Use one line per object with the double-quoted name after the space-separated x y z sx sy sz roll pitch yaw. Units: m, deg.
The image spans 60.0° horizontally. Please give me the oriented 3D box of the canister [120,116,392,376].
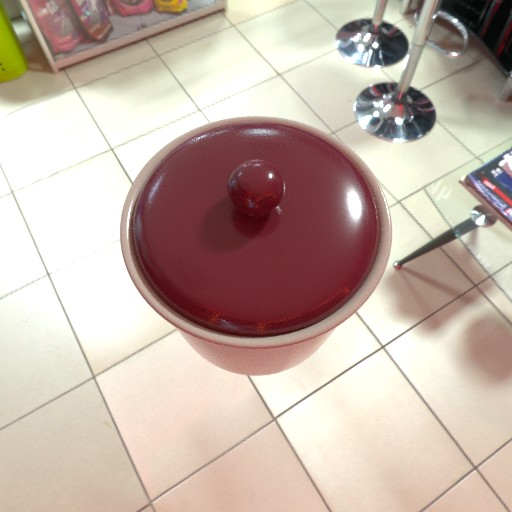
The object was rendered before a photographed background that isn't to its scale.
0.000 0.000 0.350 0.182 0.208 0.182 0 62 0 "canister"
